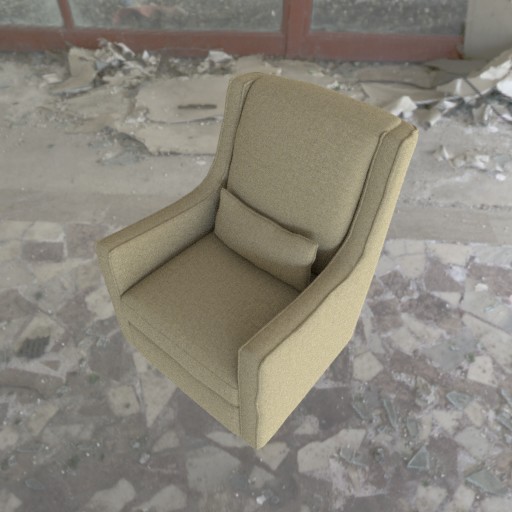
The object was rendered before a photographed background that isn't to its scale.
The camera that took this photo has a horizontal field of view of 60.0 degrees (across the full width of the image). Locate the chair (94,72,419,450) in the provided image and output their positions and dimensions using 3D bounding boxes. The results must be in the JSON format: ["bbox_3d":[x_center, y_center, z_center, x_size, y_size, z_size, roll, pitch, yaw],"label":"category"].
[{"bbox_3d":[0.000,0.000,1.622,0.732,0.993,0.879,31,53,27],"label":"chair"}]
